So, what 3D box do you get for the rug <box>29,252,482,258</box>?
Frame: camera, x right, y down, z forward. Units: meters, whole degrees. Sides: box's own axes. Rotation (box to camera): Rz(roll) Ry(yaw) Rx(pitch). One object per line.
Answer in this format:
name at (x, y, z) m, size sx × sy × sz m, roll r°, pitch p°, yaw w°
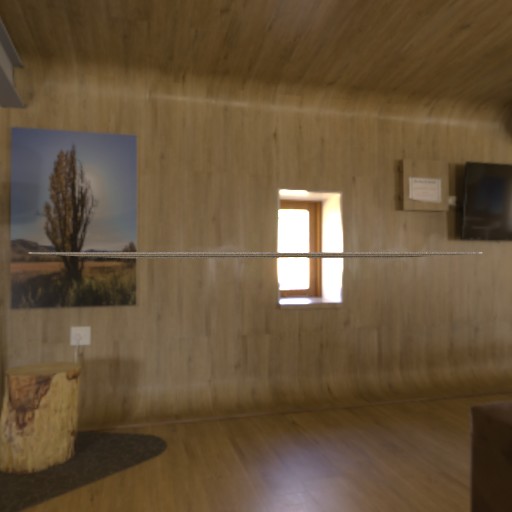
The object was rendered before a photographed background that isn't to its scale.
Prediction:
rug at (0.000, 0.000, 2.413) m, size 1.854 × 0.006 × 1.234 m, roll 0°, pitch -1°, yaw 1°
